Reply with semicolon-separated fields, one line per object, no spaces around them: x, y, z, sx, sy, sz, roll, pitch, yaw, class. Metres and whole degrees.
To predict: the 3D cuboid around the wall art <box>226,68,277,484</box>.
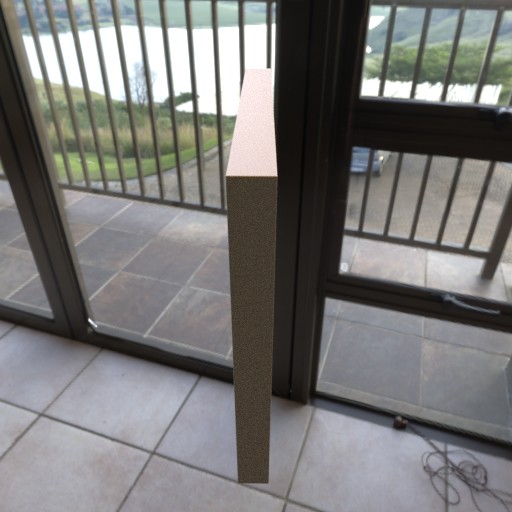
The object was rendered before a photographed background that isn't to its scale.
0.000;0.000;0.606;0.038;0.406;0.406;1;33;1;wall art
